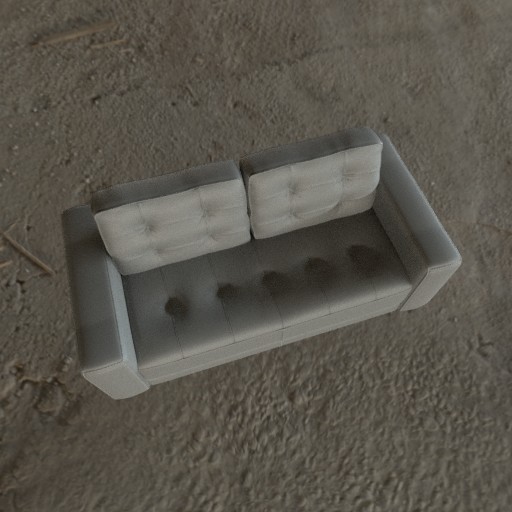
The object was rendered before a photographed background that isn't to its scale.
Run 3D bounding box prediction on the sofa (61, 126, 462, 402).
[{"bbox_3d":[0.000,0.000,2.195,1.726,0.893,0.833,-15,62,-8],"label":"sofa"}]
